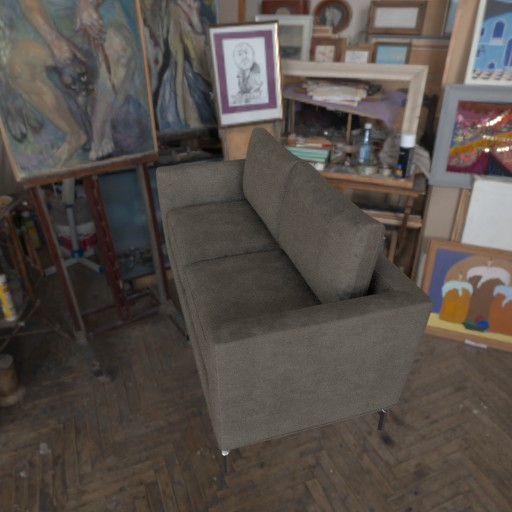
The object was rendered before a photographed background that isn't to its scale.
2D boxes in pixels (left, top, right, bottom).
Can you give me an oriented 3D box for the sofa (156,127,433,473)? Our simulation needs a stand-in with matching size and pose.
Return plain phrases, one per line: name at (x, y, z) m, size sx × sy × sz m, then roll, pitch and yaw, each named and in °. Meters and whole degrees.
sofa at (0.000, 0.000, 2.406) m, size 0.855 × 1.013 × 1.832 m, roll -9°, pitch 31°, yaw -14°
